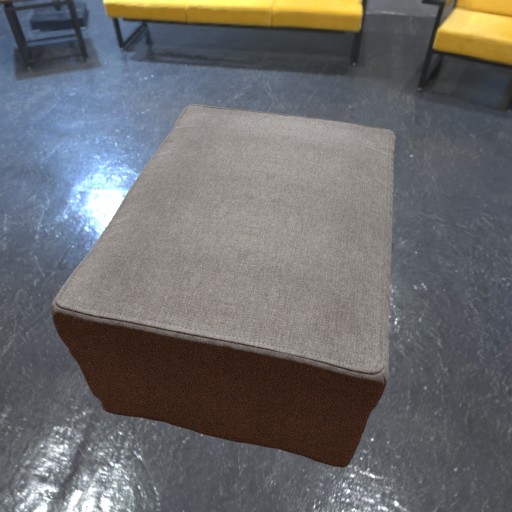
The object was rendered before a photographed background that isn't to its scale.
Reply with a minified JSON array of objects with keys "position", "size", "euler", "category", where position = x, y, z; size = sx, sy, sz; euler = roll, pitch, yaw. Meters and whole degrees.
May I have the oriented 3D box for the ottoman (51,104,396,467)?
[{"position":[0.000,0.000,1.195],"size":[0.652,0.492,0.833],"euler":[10,47,9],"category":"ottoman"}]
